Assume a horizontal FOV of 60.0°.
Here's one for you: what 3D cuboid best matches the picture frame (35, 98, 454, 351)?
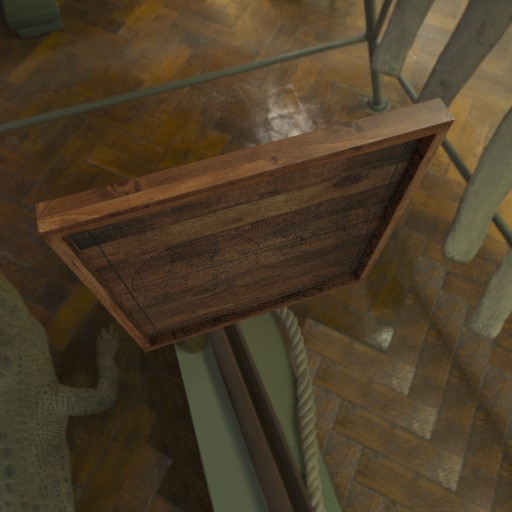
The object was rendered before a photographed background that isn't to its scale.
[{"bbox_3d":[0.000,0.000,0.521,0.352,0.356,0.028,-17,65,-8],"label":"picture frame"}]
